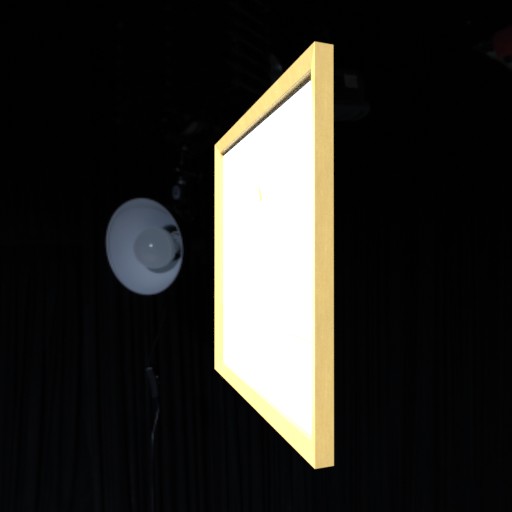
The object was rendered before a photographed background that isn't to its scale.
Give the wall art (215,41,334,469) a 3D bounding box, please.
[{"bbox_3d":[0.000,0.000,2.939,0.097,1.936,1.935,0,0,-19],"label":"wall art"}]
